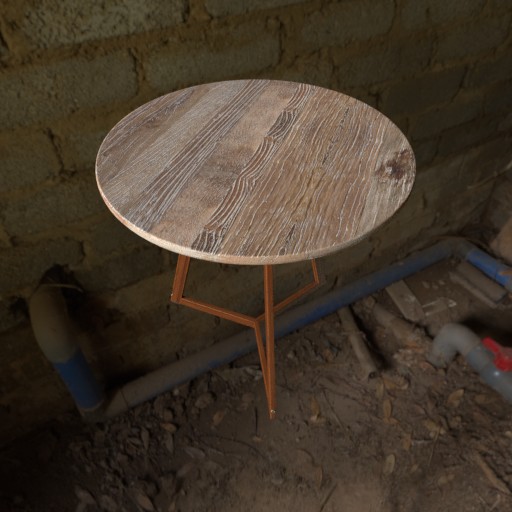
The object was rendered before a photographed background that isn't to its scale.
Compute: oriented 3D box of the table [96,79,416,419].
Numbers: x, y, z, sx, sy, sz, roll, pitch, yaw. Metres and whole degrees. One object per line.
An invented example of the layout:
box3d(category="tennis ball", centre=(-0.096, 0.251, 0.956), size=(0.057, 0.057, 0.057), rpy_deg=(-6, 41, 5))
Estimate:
box3d(category="table", centre=(0.000, 0.000, 0.888), size=(0.500, 0.500, 0.500), rpy_deg=(0, 45, 0))
